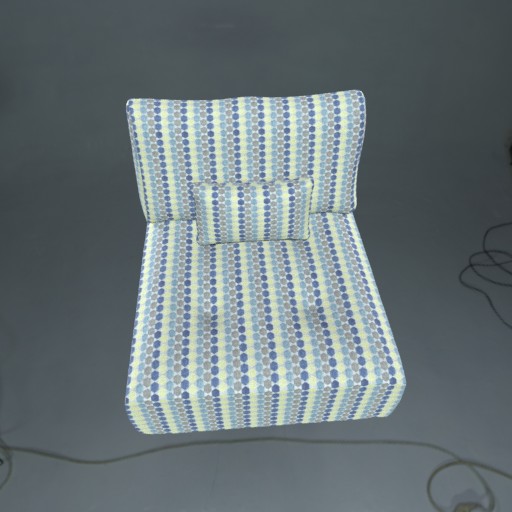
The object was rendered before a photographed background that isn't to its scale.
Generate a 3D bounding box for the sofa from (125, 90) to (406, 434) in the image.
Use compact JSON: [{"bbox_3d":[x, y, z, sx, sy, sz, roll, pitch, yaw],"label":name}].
[{"bbox_3d":[0.000,0.000,1.671,0.930,0.830,1.000,-3,48,-3],"label":"sofa"}]
